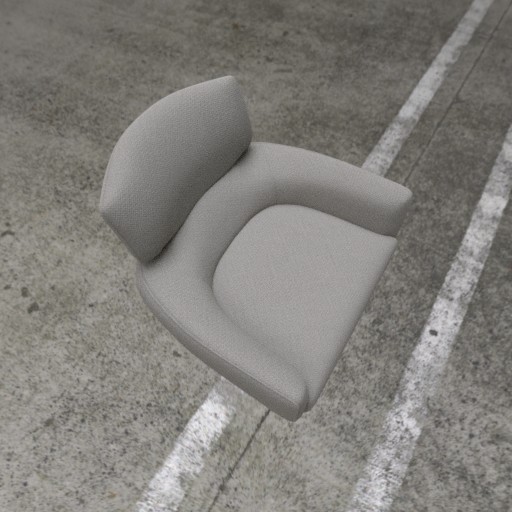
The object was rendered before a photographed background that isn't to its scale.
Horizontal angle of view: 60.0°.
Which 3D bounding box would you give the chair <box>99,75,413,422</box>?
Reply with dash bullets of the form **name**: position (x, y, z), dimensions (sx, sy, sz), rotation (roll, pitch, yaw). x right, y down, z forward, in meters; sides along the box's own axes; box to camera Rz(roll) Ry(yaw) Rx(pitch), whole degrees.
- **chair**: position (0.000, 0.000, 1.385), dimensions (0.730, 0.810, 0.760), rotation (27, 63, 15)
